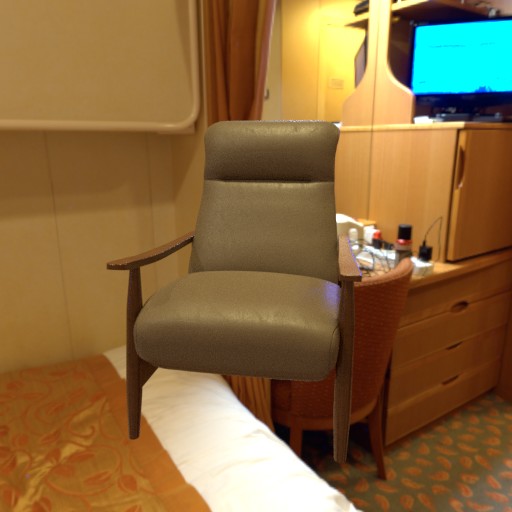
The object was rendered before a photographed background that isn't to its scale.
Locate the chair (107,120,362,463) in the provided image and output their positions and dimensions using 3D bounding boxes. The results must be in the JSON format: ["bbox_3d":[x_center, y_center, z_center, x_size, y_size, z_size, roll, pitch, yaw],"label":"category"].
[{"bbox_3d":[0.000,0.000,1.783,0.762,1.082,1.014,2,15,9],"label":"chair"}]
